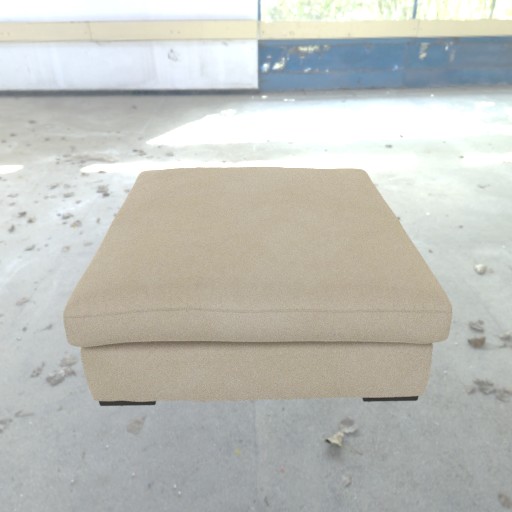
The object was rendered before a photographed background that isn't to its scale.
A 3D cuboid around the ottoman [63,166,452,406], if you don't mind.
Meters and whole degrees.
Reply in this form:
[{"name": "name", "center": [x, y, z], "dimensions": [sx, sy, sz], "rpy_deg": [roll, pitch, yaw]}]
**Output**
[{"name": "ottoman", "center": [0.000, 0.000, 1.887], "dimensions": [1.190, 0.522, 1.205], "rpy_deg": [-1, 31, -1]}]
